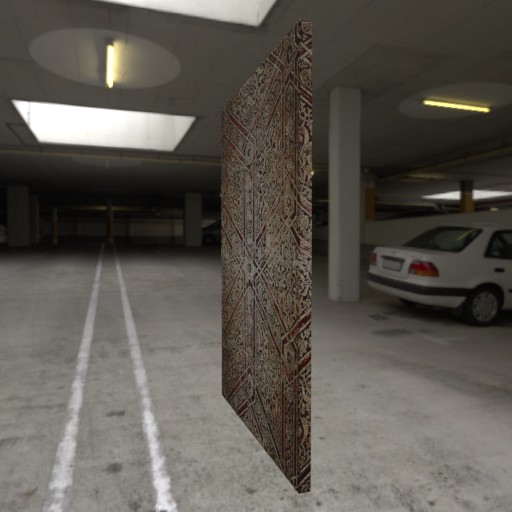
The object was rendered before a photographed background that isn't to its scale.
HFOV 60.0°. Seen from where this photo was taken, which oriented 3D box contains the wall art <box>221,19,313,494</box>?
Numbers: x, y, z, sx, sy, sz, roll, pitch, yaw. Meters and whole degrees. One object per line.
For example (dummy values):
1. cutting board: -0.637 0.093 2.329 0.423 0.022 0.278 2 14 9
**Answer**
1. wall art: 0.000 0.000 1.133 0.030 0.904 0.599 0 1 -19
